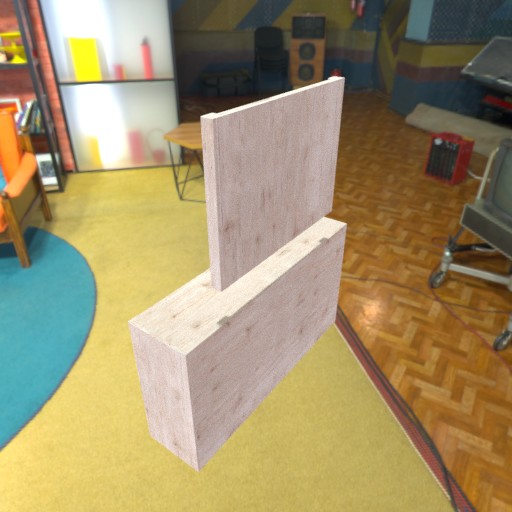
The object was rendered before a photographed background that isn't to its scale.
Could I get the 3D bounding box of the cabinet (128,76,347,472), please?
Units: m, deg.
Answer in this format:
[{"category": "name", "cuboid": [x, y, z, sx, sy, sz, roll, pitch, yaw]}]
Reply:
[{"category": "cabinet", "cuboid": [0.000, 0.000, 2.765, 0.420, 1.981, 1.700, 21, 37, 30]}]
